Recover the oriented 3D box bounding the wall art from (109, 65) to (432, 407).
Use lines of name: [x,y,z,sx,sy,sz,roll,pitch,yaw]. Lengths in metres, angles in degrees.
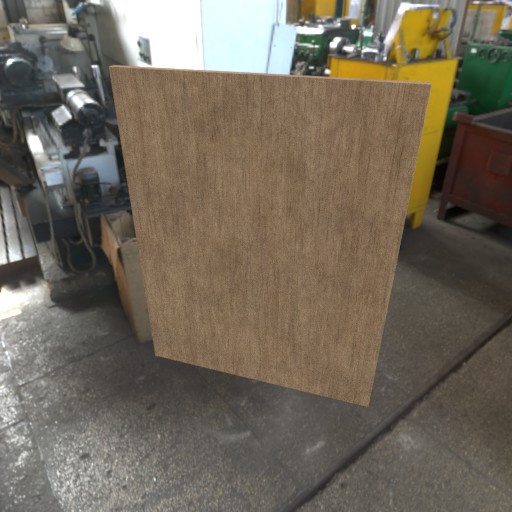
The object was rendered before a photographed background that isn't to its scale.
wall art: [0.000,0.000,0.890,0.534,0.686,0.018,9,33,15]
